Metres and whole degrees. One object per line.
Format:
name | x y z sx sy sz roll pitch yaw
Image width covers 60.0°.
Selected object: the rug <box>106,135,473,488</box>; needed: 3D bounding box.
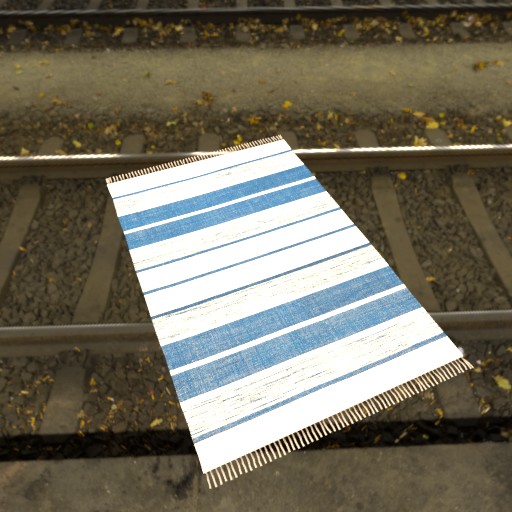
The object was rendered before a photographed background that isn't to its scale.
rug | 0.000 0.000 2.958 1.532 0.010 2.441 -18 51 -15
